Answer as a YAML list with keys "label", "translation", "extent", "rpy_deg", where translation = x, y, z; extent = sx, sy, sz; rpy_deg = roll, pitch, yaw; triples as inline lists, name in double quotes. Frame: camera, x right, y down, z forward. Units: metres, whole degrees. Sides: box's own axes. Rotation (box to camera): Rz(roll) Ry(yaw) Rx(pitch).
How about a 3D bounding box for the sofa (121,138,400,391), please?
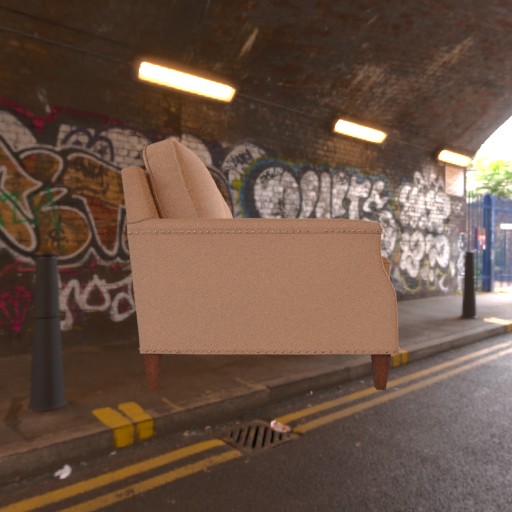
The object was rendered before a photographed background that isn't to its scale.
- label: "sofa"
  translation: [0.000, 0.000, 2.775]
  extent: [1.084, 1.003, 2.246]
  rpy_deg: [0, 1, -1]
